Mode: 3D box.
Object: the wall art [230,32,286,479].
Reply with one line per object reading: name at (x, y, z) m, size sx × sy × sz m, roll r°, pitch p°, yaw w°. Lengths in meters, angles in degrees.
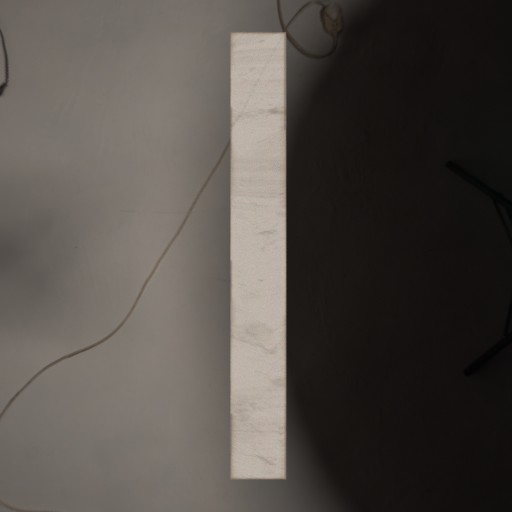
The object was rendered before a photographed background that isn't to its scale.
wall art at (0.000, 0.000, 0.453) m, size 0.038 × 0.303 × 0.305 m, roll 0°, pitch 90°, yaw -1°
